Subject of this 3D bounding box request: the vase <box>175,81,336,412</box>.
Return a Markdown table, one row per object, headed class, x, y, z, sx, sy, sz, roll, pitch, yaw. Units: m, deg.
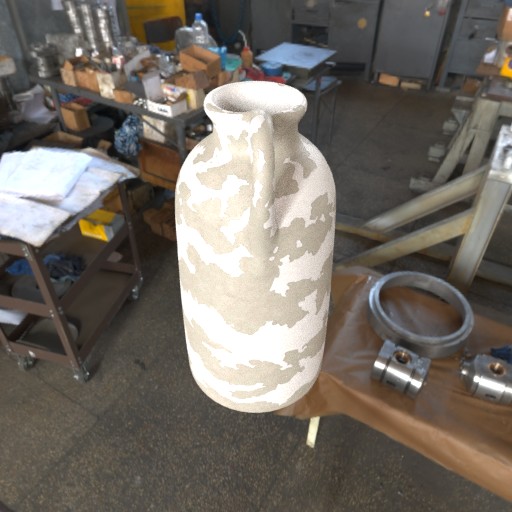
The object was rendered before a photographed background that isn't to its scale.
| class | x | y | z | sx | sy | sz | roll | pitch | yaw |
| --- | --- | --- | --- | --- | --- | --- | --- | --- | --- |
| vase | 0.000 | 0.000 | 0.500 | 0.186 | 0.382 | 0.203 | -2 | 40 | -2 |
